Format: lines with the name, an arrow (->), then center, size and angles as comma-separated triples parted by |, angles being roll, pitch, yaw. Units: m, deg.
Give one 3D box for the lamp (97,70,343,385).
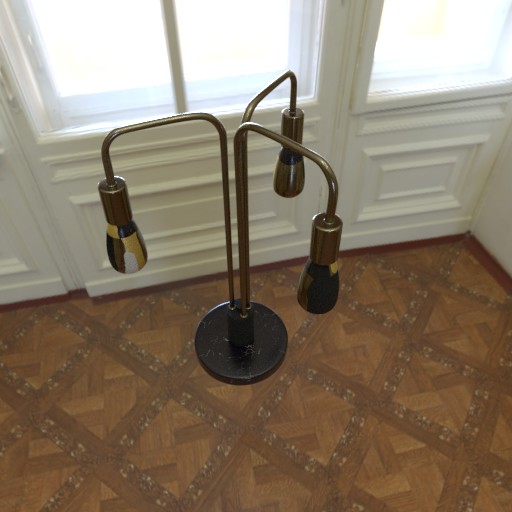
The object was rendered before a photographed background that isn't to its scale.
lamp -> 0.000, 0.000, 0.792 | 0.355, 0.560, 0.368 | 24, 50, 22
